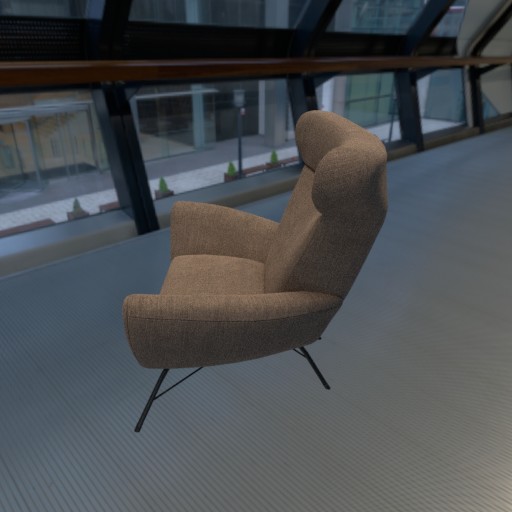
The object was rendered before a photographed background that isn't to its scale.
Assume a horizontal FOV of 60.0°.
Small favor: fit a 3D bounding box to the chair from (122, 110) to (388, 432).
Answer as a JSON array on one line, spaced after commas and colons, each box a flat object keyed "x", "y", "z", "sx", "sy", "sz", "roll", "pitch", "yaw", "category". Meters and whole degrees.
[{"x": 0.000, "y": 0.000, "z": 1.779, "sx": 0.900, "sy": 1.040, "sz": 0.980, "roll": 0, "pitch": 26, "yaw": 0, "category": "chair"}]
